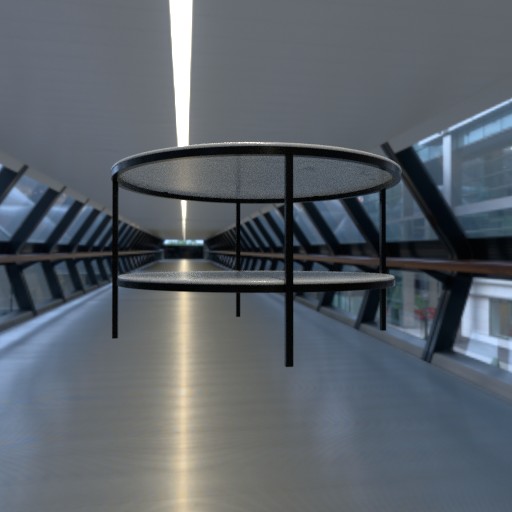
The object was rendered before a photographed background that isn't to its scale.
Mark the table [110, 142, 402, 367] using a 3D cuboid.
[{"bbox_3d":[0.000,0.000,1.280,0.800,0.450,0.800,0,0,0],"label":"table"}]
